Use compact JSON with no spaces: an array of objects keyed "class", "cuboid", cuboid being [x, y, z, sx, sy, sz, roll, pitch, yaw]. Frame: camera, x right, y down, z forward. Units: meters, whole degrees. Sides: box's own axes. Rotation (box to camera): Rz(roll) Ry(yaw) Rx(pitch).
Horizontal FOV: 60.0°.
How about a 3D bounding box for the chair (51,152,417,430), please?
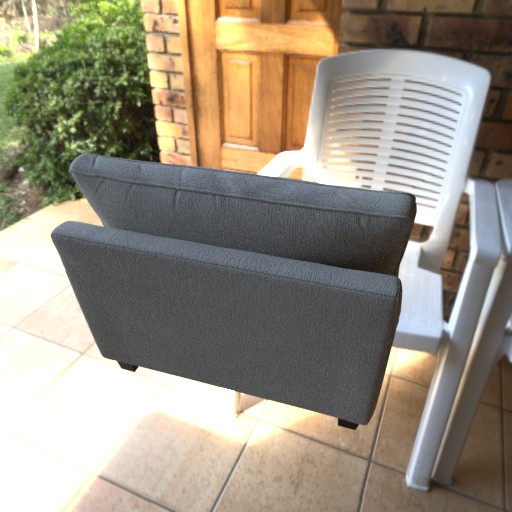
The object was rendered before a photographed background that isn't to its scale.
[{"class":"chair","cuboid":[0.000,0.000,1.961,1.220,1.016,1.041,10,34,15]}]
